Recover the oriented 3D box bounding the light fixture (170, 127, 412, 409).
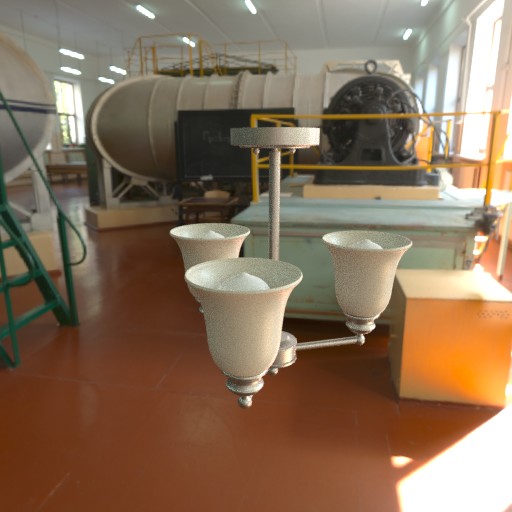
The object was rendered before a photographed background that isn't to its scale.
[{"bbox_3d":[0.000,0.000,0.672,0.388,0.370,0.354,-14,20,-43],"label":"light fixture"}]
